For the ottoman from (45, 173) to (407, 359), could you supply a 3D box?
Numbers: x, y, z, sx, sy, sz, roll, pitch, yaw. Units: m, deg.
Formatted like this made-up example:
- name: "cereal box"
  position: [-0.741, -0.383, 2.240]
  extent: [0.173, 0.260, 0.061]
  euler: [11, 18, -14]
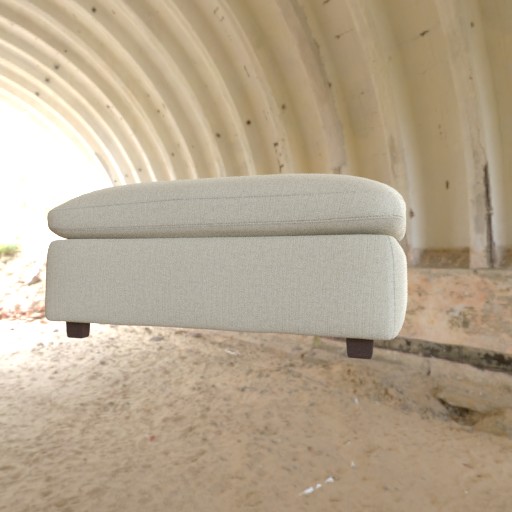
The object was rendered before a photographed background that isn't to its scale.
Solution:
- name: "ottoman"
  position: [0.000, 0.000, 1.541]
  extent: [0.996, 0.467, 0.977]
  euler: [0, 0, 19]
